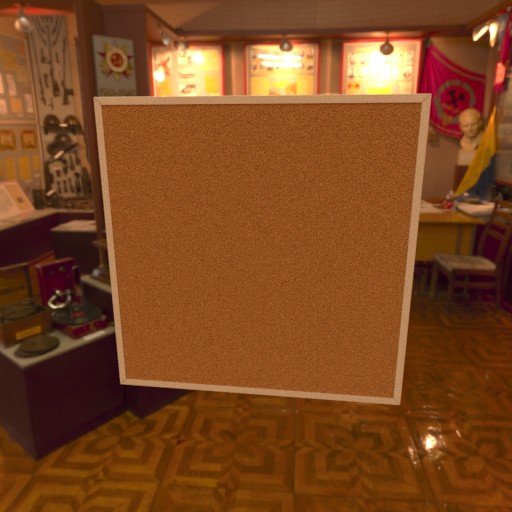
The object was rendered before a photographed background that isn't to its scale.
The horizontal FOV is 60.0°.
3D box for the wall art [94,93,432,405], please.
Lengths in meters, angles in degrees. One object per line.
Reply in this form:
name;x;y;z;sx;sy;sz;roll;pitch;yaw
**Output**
wall art;0.000;0.000;0.747;0.508;0.508;0.037;2;16;7
